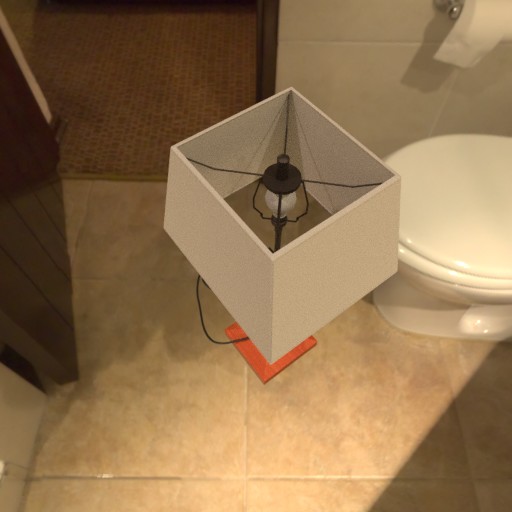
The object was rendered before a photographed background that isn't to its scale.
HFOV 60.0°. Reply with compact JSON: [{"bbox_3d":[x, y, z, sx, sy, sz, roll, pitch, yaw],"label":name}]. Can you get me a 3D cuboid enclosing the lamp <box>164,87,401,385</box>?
[{"bbox_3d":[0.000,0.000,1.005,0.310,0.737,0.498,-32,63,-18],"label":"lamp"}]
